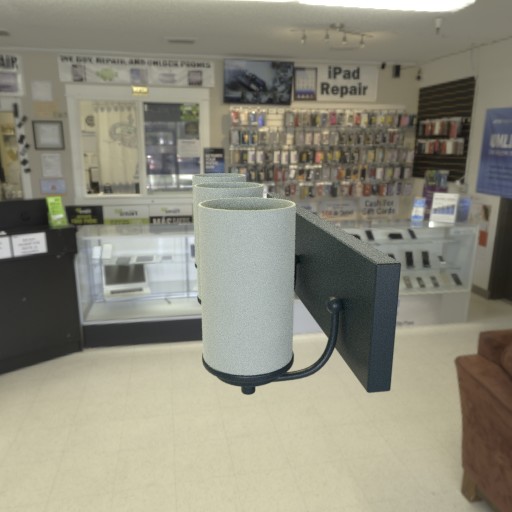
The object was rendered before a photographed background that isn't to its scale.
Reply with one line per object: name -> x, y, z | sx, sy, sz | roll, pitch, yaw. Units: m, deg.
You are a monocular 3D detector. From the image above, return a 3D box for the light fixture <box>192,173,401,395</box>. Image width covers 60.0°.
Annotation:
light fixture -> 0.000, 0.000, 0.539 | 0.145, 0.172, 0.451 | -2, 15, -9
